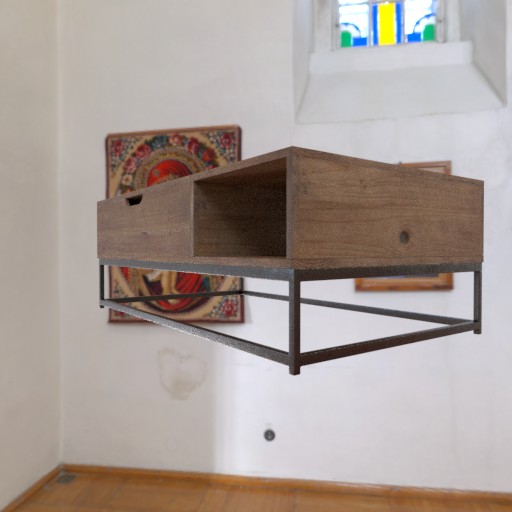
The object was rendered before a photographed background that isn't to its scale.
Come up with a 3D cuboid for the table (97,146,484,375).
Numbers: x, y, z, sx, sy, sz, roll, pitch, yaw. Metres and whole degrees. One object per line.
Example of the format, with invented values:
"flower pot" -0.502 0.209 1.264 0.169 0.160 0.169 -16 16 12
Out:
"table" 0.000 0.000 1.393 0.655 0.395 1.101 -1 1 -36
